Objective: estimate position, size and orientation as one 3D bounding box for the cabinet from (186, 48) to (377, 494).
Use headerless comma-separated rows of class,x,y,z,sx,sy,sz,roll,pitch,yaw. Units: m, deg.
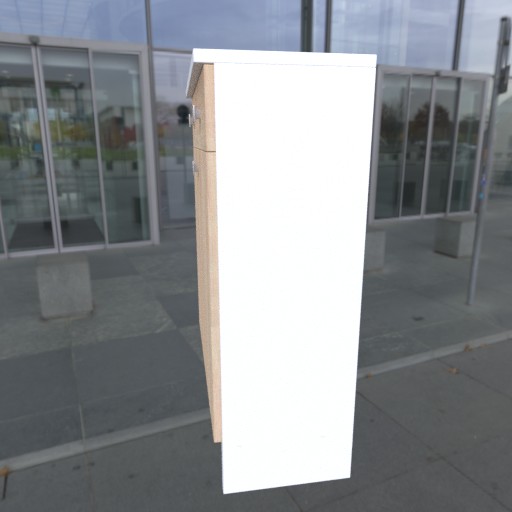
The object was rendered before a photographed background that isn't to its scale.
cabinet,0.000,0.000,1.083,0.296,0.815,0.600,-2,15,-9
